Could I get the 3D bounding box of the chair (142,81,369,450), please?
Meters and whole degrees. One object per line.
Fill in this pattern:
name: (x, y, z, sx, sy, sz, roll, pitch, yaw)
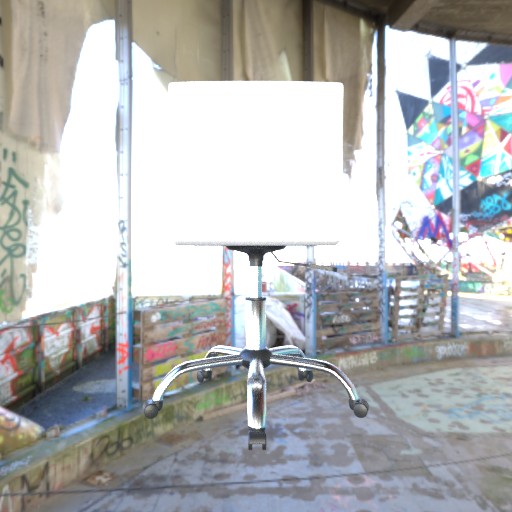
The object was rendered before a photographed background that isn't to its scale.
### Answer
chair: (0.000, 0.000, 1.140, 0.556, 0.780, 0.530, 0, 0, 0)
